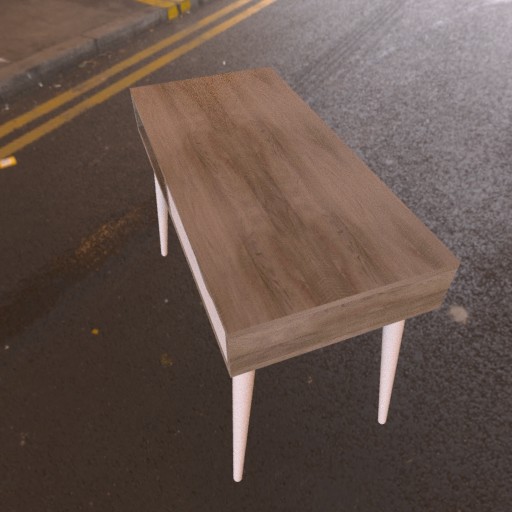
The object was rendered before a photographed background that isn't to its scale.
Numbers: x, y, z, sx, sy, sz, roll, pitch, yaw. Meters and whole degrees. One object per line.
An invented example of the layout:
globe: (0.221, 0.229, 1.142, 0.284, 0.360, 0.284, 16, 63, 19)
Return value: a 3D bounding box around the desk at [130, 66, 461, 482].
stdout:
desk: (0.000, 0.000, 1.368, 0.491, 0.723, 0.979, -15, 47, -14)
